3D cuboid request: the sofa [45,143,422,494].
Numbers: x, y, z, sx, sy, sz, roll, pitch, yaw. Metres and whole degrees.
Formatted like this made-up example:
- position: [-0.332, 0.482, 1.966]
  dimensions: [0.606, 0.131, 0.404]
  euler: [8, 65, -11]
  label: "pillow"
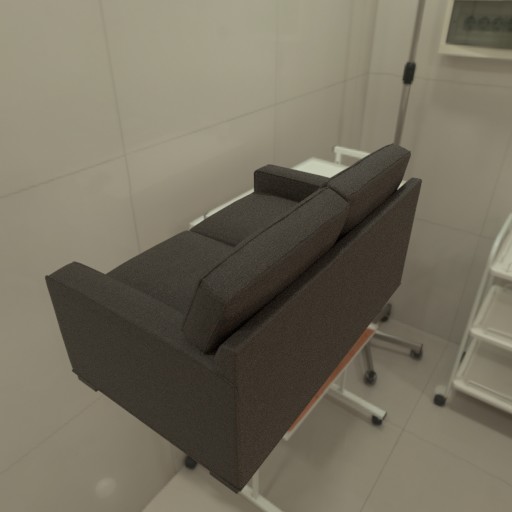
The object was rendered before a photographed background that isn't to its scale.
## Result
- position: [0.000, 0.000, 2.079]
  dimensions: [0.974, 0.887, 1.534]
  euler: [21, 37, 30]
  label: "sofa"
